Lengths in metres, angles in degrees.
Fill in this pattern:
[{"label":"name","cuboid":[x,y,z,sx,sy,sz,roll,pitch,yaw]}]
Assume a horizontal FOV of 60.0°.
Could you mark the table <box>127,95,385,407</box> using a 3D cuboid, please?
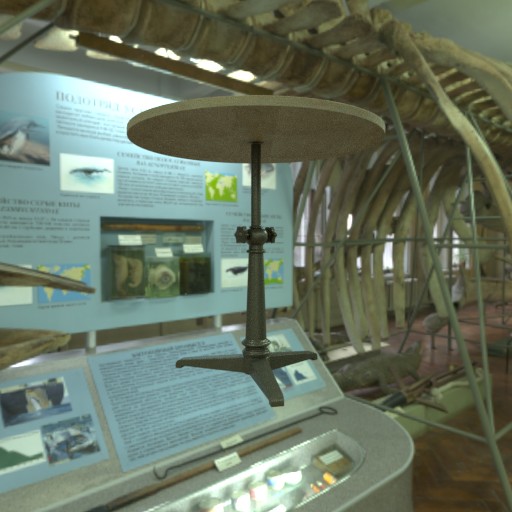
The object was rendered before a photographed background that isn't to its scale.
[{"label":"table","cuboid":[0.000,0.000,1.443,0.800,0.780,0.800,0,2,0]}]
